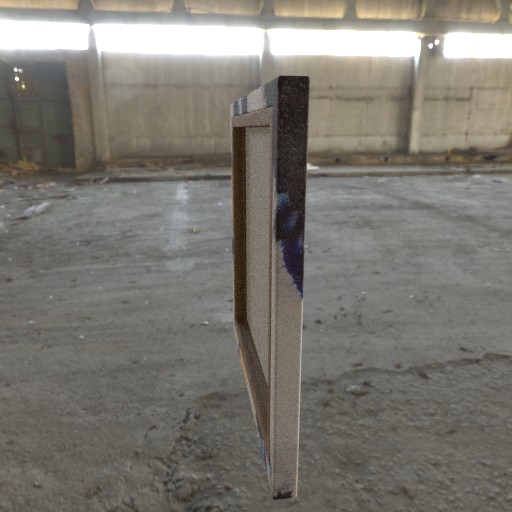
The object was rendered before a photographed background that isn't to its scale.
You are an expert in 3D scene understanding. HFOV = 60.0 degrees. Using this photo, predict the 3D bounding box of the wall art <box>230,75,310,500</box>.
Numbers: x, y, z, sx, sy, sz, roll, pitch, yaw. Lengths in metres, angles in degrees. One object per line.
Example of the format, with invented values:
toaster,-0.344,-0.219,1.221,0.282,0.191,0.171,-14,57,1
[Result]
wall art,0.000,0.000,0.888,0.039,0.609,0.609,-2,16,-8
